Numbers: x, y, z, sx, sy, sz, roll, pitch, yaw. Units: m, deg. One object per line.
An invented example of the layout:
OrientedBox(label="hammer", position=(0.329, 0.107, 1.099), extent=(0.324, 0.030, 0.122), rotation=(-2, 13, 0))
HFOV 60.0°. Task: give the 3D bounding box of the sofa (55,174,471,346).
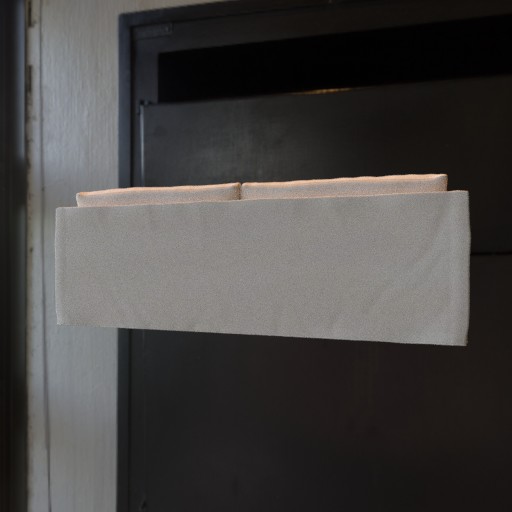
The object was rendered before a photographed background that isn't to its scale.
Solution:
OrientedBox(label="sofa", position=(0.000, 0.000, 3.286), extent=(2.779, 0.999, 1.036), rotation=(0, 0, 17))
